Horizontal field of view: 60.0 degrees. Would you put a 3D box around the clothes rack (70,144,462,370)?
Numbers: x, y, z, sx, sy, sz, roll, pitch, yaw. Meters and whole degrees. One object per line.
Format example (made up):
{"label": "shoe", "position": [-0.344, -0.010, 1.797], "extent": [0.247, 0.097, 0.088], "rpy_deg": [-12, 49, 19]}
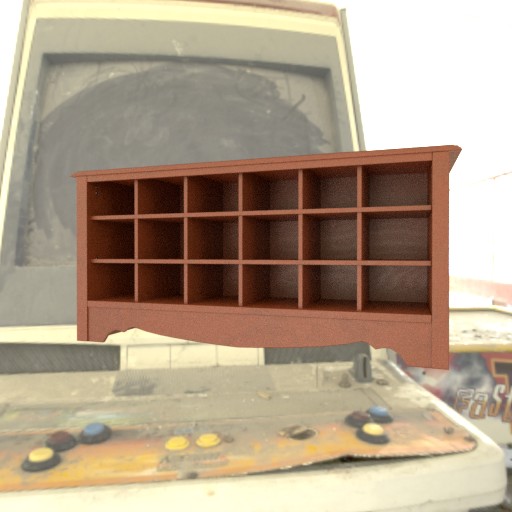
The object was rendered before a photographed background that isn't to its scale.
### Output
{"label": "clothes rack", "position": [0.000, 0.000, 1.522], "extent": [1.251, 0.594, 0.362], "rpy_deg": [0, 0, 19]}
